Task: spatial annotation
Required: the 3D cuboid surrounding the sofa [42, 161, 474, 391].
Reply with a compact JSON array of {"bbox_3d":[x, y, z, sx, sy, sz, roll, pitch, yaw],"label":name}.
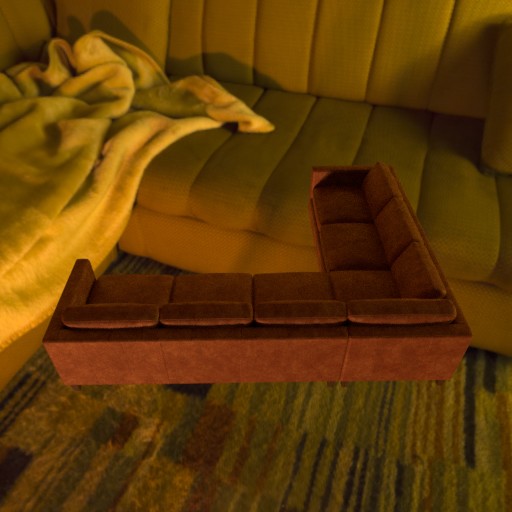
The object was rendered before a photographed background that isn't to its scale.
[{"bbox_3d":[0.000,0.000,4.299,3.150,0.838,2.438,-1,42,-1],"label":"sofa"}]
